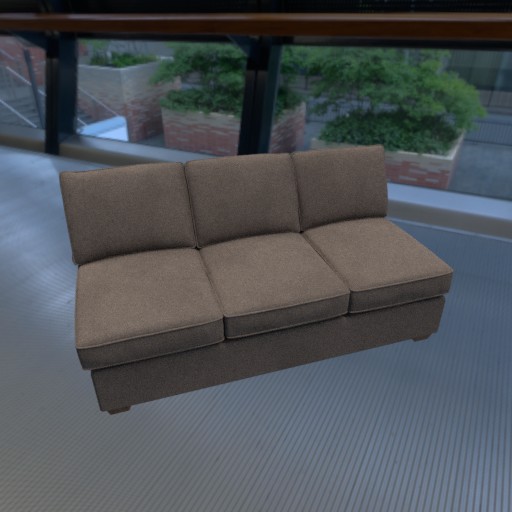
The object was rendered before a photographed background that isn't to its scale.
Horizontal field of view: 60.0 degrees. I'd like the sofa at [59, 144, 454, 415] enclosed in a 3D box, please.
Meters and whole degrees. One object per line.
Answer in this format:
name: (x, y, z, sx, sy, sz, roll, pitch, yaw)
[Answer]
sofa: (0.000, 0.000, 2.521, 1.962, 0.973, 1.027, -9, 32, -15)
